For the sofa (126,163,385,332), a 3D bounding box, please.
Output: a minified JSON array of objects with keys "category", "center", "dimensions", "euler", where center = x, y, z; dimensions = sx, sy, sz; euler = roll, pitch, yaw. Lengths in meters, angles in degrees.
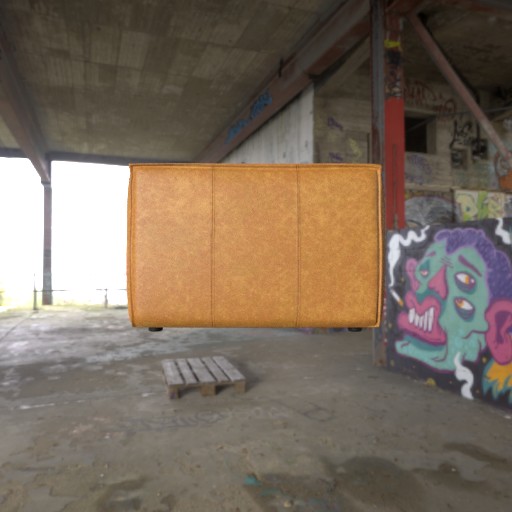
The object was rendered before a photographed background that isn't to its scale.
[{"category":"sofa","center":[0.000,0.000,3.044],"dimensions":[1.102,0.701,2.581],"euler":[0,-1,0]}]
